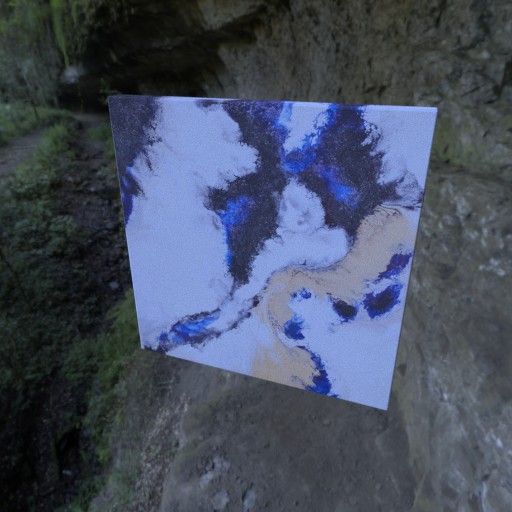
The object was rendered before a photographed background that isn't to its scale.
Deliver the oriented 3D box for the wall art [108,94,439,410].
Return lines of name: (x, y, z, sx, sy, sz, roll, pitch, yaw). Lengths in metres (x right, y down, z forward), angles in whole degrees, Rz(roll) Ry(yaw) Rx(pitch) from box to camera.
wall art: (0.000, 0.000, 0.918, 0.609, 0.609, 0.039, 9, 27, 18)
